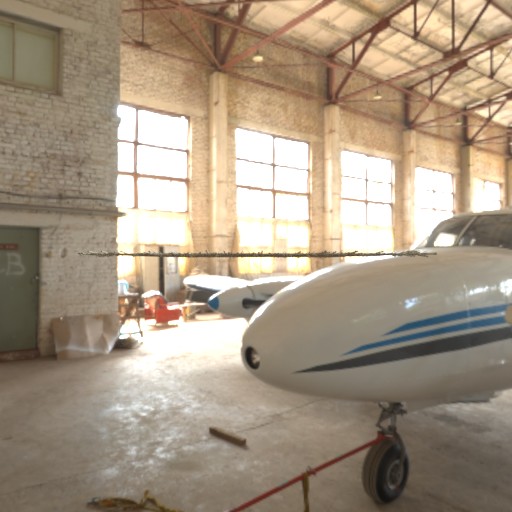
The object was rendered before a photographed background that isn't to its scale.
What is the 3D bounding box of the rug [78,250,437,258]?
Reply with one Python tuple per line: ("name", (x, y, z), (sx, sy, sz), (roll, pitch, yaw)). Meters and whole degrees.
("rug", (0.000, 0.000, 2.492), (1.224, 0.028, 2.023), (0, 0, 0))
